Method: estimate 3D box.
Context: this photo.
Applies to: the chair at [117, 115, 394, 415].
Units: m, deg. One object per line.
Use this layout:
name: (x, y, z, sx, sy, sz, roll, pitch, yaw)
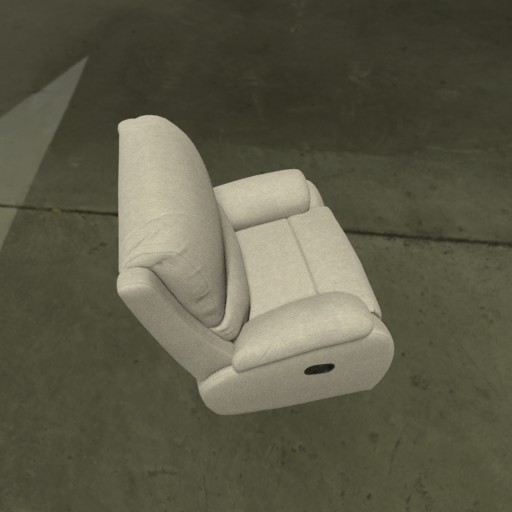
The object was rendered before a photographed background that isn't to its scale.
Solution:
chair: (0.000, 0.000, 1.751, 0.899, 1.011, 0.930, -9, 47, -8)
